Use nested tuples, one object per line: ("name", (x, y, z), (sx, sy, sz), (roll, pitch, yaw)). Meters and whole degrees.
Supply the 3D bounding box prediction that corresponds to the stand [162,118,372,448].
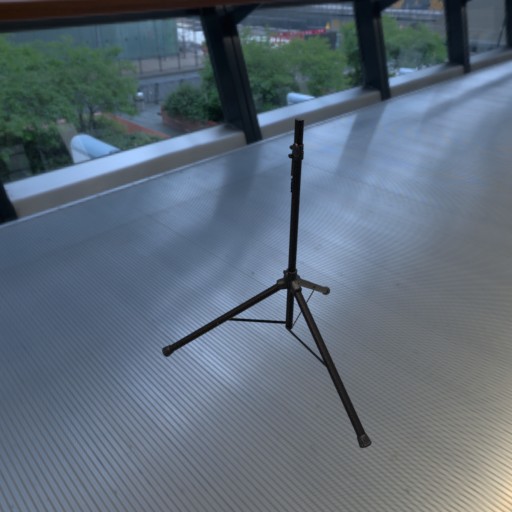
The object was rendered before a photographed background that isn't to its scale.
("stand", (0.000, 0.000, 1.863), (0.907, 1.136, 1.045), (0, 32, 0))
